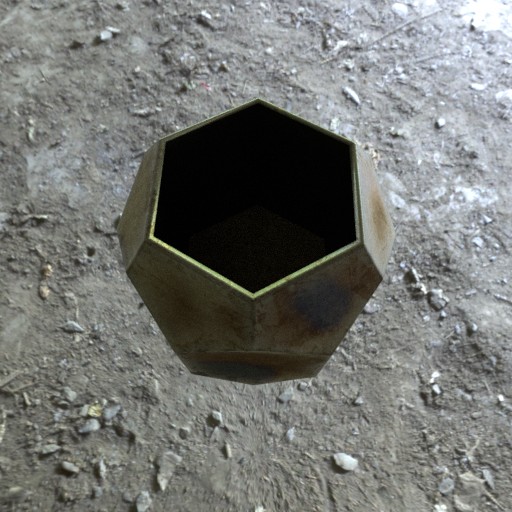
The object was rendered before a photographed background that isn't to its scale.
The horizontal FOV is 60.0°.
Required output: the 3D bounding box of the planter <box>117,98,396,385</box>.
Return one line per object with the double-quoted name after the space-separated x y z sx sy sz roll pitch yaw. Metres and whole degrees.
0.000 0.000 0.431 0.243 0.238 0.221 1 66 1 "planter"
